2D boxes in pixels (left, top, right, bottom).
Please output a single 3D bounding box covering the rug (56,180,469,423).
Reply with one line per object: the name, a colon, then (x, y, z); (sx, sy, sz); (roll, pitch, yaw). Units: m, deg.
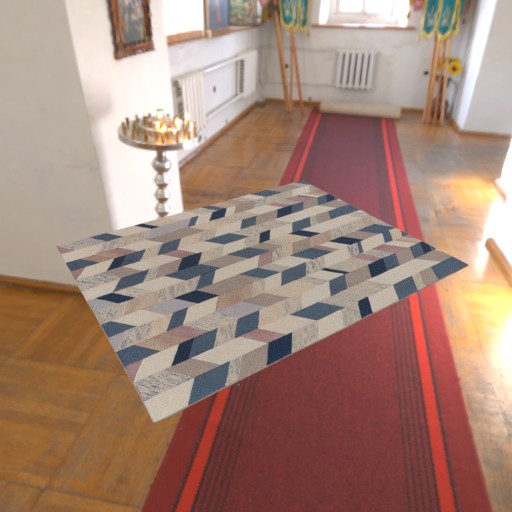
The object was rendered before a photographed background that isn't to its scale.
rug: (0.000, 0.000, 4.193); (3.072, 0.011, 2.451); (-19, 37, -28)
